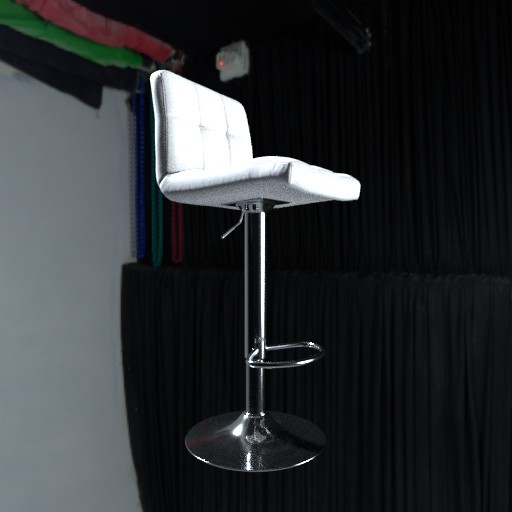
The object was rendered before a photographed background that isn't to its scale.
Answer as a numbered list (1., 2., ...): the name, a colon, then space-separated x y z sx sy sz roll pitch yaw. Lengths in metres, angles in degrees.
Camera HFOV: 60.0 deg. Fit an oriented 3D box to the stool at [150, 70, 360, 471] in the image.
1. stool: 0.000 0.000 1.346 0.505 1.115 0.430 1 1 36
